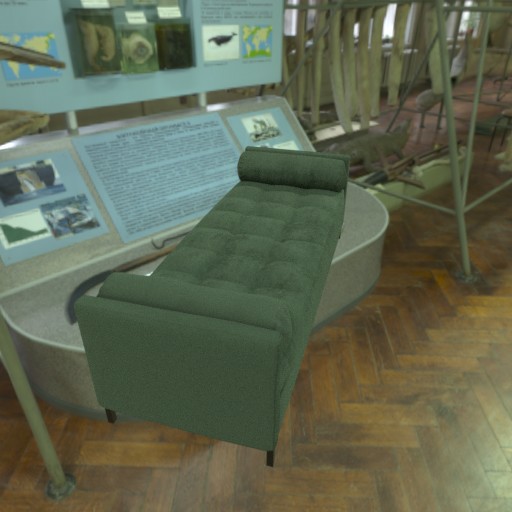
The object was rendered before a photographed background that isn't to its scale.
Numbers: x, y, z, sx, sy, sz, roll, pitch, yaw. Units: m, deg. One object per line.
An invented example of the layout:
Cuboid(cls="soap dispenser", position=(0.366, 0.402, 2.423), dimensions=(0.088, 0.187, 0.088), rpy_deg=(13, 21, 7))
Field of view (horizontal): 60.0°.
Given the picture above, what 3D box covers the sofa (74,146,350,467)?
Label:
Cuboid(cls="sofa", position=(0.000, 0.000, 2.532), dimensions=(0.817, 0.681, 2.130), rpy_deg=(9, 31, 14))
